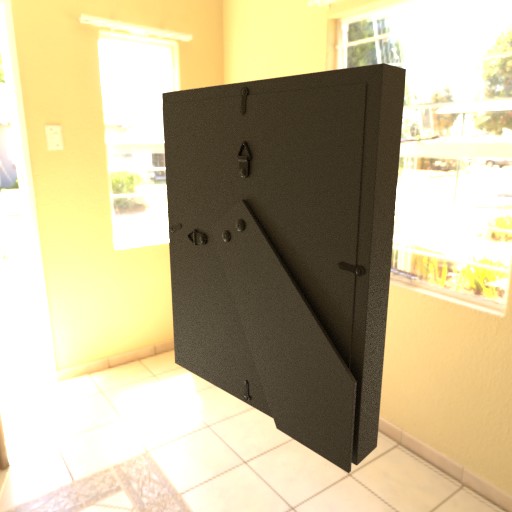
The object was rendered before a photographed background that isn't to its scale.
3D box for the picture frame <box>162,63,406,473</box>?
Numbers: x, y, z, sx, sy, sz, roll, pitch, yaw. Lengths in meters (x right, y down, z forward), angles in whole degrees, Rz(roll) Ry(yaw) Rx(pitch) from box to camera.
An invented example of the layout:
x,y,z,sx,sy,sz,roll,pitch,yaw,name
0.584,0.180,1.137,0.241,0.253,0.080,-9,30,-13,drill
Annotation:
x,y,z,sx,sy,sz,roll,pitch,yaw,name
0.000,0.000,0.387,0.232,0.284,0.042,13,20,42,picture frame
